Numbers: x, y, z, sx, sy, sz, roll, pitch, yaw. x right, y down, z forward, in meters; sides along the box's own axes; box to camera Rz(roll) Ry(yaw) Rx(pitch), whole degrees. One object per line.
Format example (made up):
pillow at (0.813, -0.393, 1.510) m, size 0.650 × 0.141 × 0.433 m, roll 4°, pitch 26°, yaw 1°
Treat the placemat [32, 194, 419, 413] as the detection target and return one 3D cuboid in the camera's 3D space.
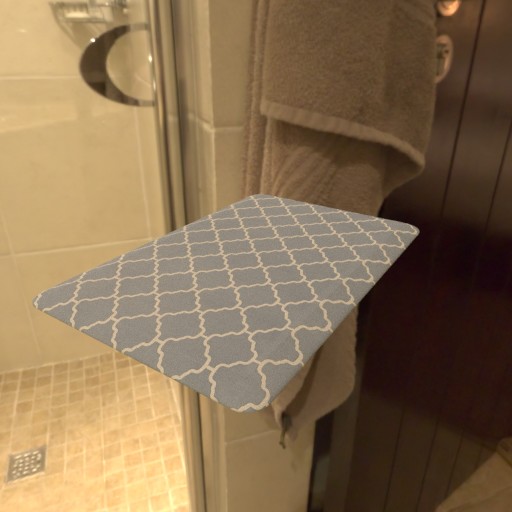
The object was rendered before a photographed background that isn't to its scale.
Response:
placemat at (0.000, 0.000, 0.960) m, size 0.508 × 0.021 × 0.762 m, roll 16°, pitch 30°, yaw 30°
